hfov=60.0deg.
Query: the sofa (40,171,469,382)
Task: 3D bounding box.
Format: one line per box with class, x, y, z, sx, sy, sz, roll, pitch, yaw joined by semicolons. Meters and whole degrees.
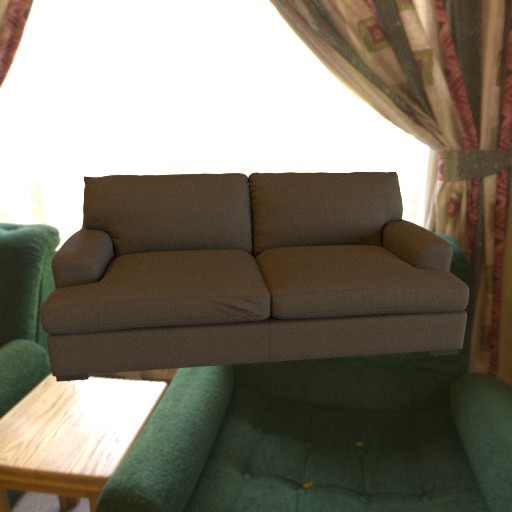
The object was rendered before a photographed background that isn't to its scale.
sofa;0.000;0.000;2.740;2.271;0.950;1.140;-2;17;-7
